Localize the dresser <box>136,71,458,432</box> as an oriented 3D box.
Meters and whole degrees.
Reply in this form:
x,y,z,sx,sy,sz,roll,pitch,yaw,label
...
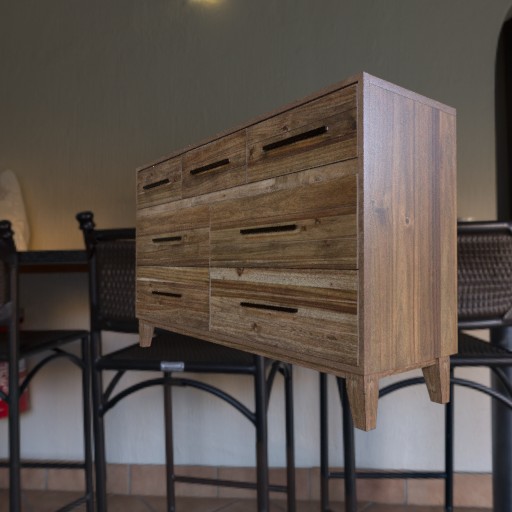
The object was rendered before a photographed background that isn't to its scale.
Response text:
x,y,z,sx,sy,sz,roll,pitch,yaw,label
0.000,0.000,1.746,0.446,0.873,1.400,1,-1,-37,dresser
